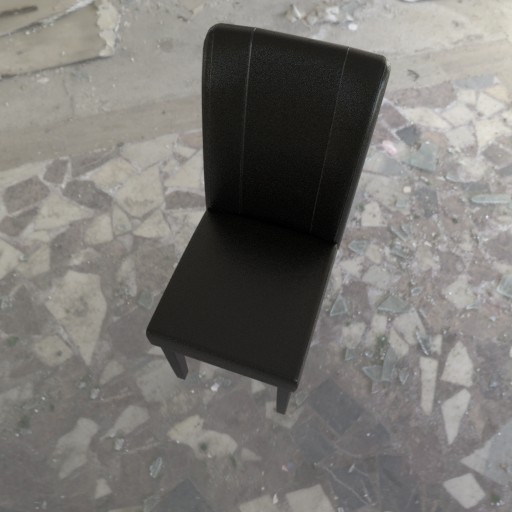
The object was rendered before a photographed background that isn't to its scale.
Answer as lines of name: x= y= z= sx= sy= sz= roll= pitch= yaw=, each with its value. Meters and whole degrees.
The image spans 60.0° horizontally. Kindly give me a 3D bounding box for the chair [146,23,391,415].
chair: x=0.000 y=0.000 z=1.151 sx=0.399 sy=0.897 sz=0.556 roll=16 pitch=60 yaw=10
